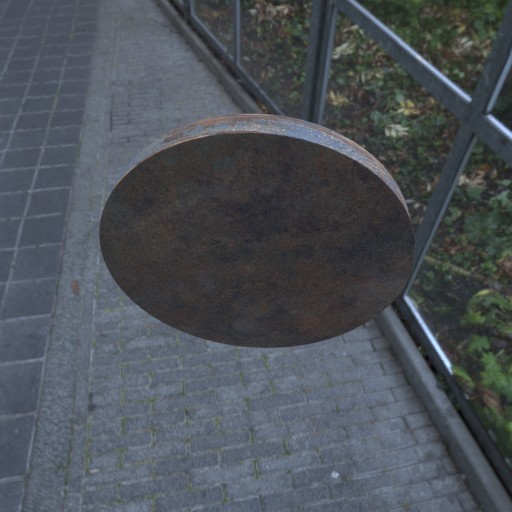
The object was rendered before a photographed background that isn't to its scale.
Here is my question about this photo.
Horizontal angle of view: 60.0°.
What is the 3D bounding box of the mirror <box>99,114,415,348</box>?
[{"bbox_3d":[0.000,0.000,0.867,0.585,0.585,0.061,2,48,2],"label":"mirror"}]
